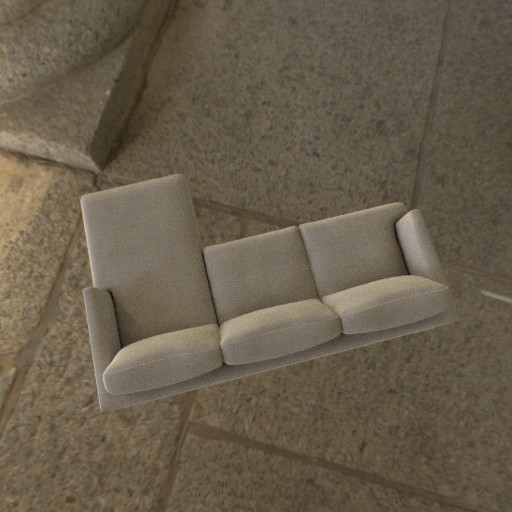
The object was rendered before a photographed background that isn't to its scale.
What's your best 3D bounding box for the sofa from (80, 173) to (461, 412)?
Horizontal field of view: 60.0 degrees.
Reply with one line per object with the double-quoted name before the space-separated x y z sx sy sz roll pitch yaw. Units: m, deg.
"sofa" 0.000 0.000 3.026 2.233 0.956 1.504 -14 75 -4
